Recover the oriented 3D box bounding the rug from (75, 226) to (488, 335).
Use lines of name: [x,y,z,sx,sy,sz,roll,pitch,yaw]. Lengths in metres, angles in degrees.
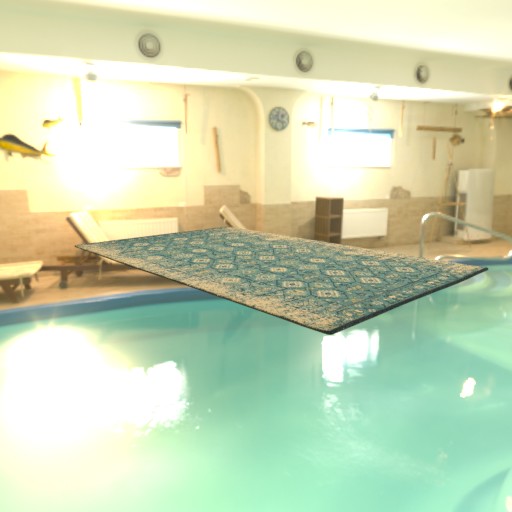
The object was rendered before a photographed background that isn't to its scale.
rug: [0.000,0.000,3.000,1.530,0.015,2.449,-11,16,-42]
